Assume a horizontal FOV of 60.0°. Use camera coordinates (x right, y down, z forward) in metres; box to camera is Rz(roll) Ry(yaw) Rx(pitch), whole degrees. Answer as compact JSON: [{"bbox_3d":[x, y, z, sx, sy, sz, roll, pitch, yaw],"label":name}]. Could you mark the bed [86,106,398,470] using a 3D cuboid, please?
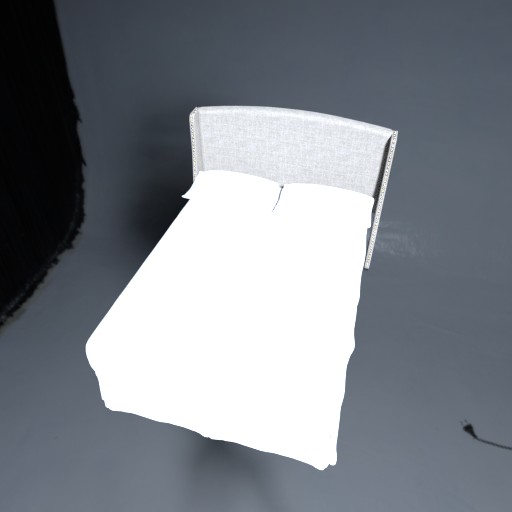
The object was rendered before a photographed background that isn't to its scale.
[{"bbox_3d":[0.000,0.000,3.305,1.710,1.407,2.237,11,42,12],"label":"bed"}]
